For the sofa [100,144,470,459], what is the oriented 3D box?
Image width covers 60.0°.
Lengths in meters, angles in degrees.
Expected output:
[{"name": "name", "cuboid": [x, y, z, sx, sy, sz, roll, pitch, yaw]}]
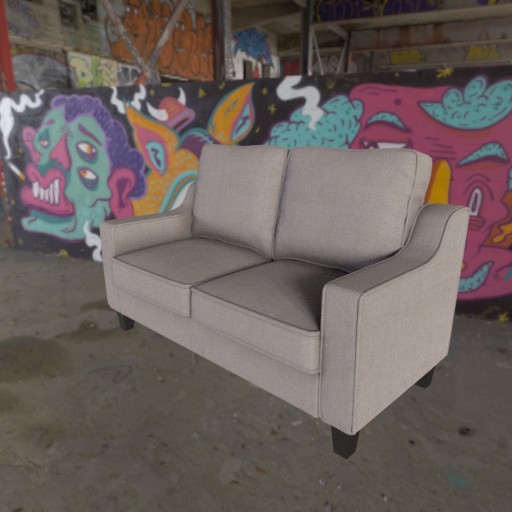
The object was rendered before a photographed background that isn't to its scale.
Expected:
[{"name": "sofa", "cuboid": [0.000, 0.000, 1.972, 1.500, 0.948, 0.791, 14, 21, 43]}]
